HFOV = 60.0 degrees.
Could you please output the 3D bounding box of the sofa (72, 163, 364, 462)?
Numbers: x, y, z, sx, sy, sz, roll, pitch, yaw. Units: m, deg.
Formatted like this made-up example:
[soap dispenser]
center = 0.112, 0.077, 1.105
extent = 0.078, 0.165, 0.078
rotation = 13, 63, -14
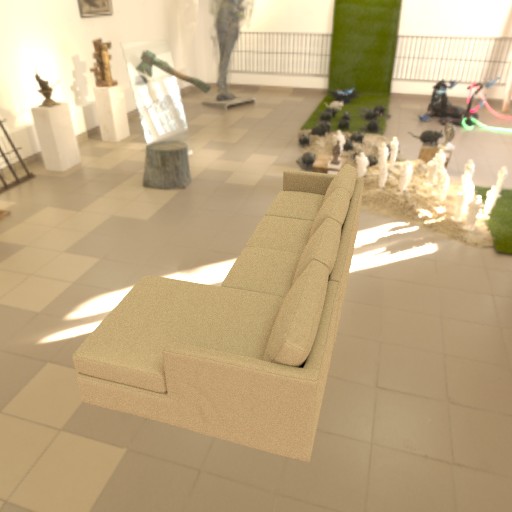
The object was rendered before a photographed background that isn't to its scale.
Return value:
[sofa]
center = 0.000, 0.000, 3.983
extent = 1.622, 0.867, 3.177
rotation = 9, 32, 14
